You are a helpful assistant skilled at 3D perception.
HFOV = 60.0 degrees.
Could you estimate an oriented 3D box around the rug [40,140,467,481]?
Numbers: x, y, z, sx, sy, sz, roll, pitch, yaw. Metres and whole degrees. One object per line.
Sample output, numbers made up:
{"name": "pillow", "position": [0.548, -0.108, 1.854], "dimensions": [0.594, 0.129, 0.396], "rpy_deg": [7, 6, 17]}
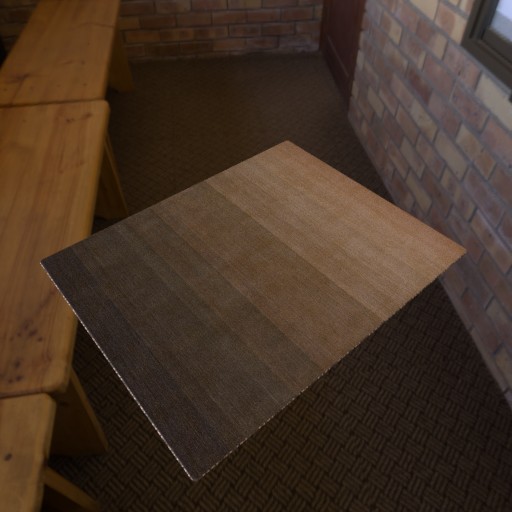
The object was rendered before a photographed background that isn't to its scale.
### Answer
{"name": "rug", "position": [0.000, 0.000, 3.819], "dimensions": [2.902, 0.017, 2.305], "rpy_deg": [-32, 54, -26]}
